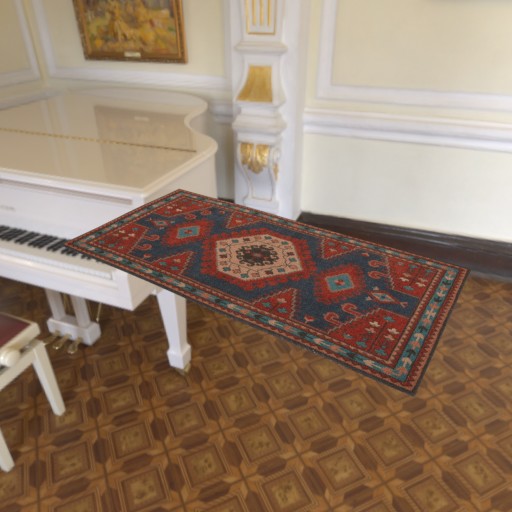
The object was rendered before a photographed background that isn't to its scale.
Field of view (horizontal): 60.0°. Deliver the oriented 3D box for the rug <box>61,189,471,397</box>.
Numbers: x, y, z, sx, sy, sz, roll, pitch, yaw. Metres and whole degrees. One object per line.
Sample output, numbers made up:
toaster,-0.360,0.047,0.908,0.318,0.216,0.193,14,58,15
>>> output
rug,0.000,0.000,3.635,3.032,0.034,1.522,19,35,28
